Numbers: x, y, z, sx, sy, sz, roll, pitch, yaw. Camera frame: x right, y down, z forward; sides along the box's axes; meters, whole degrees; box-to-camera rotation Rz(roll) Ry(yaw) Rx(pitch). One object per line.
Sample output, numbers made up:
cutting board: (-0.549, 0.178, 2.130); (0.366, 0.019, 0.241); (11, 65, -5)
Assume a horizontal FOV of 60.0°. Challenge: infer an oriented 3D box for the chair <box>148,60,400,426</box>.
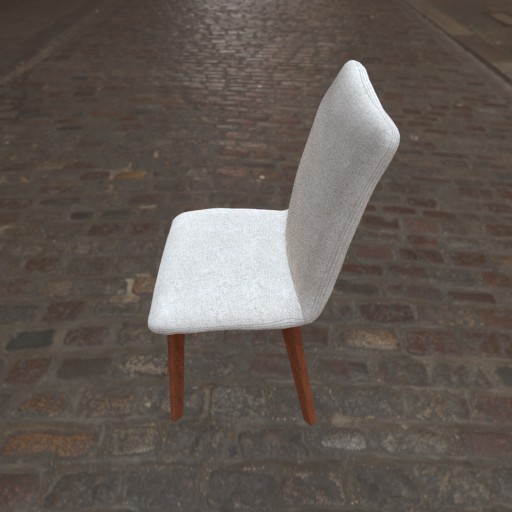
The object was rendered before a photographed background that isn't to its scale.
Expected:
chair: (0.000, 0.000, 1.292); (0.563, 0.974, 0.522); (0, 40, 0)
